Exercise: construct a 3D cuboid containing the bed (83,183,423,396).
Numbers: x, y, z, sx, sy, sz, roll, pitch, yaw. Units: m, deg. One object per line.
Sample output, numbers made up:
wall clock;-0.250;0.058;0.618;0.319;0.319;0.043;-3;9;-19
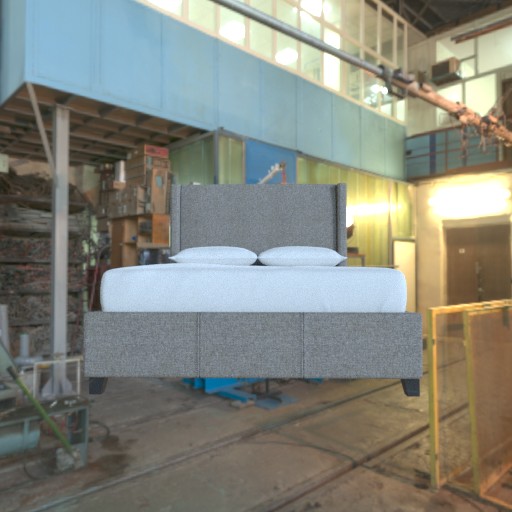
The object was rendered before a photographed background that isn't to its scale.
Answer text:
bed;0.000;0.000;3.349;1.714;1.481;2.245;0;-1;1
